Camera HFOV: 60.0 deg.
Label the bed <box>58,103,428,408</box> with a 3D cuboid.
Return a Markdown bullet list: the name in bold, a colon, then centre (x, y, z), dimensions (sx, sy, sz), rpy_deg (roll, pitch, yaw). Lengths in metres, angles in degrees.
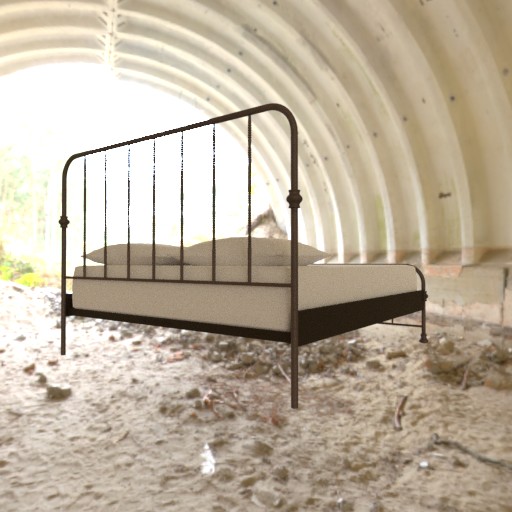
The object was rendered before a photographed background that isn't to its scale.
- **bed**: centre (0.000, 0.000, 3.477), dimensions (2.044, 1.446, 2.134), rpy_deg (-1, -1, 36)
